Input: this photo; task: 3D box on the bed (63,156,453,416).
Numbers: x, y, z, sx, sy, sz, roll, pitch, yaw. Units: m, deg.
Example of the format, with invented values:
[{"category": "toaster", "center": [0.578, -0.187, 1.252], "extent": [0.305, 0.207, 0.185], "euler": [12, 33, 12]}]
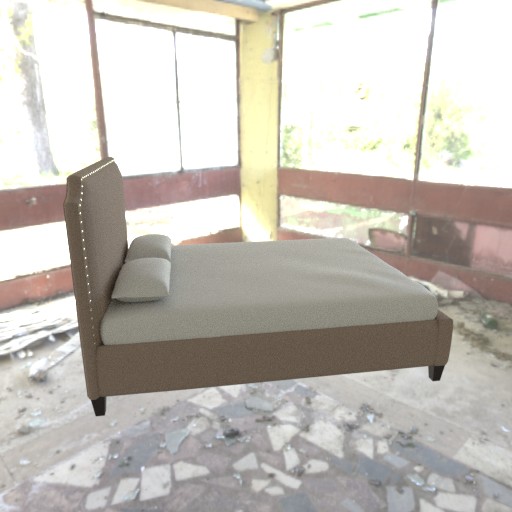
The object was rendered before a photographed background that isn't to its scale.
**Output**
[{"category": "bed", "center": [0.000, 0.000, 3.439], "extent": [2.372, 1.443, 1.713], "euler": [-3, 17, -9]}]
